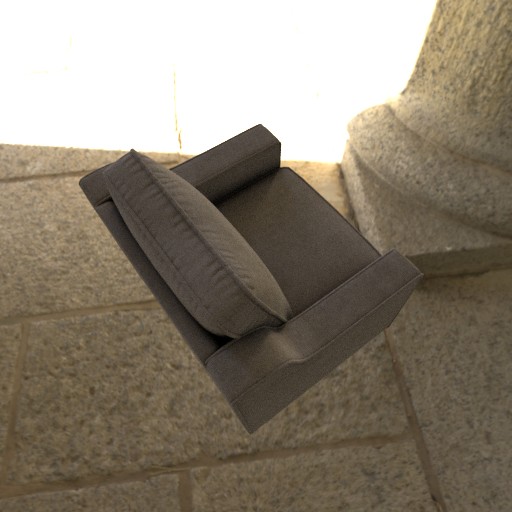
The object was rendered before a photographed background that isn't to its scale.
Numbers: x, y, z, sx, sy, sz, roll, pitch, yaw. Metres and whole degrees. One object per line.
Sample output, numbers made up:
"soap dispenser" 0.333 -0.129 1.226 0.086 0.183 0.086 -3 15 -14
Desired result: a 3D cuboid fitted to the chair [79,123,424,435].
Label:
"chair" 0.000 0.000 1.691 0.840 0.944 0.926 -32 64 -18
